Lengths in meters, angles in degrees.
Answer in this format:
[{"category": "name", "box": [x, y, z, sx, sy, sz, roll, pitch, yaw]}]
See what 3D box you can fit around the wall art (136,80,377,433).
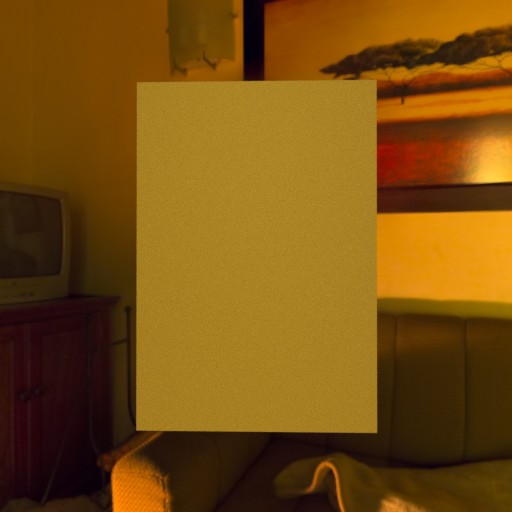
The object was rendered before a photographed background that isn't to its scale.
[{"category": "wall art", "box": [0.000, 0.000, 0.604, 0.325, 0.474, 0.010, 0, 0, 1]}]
